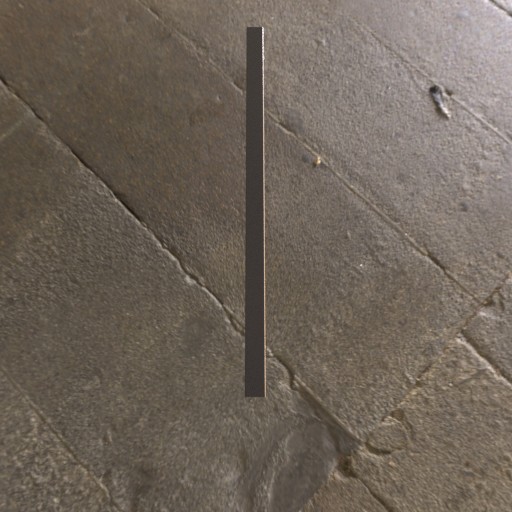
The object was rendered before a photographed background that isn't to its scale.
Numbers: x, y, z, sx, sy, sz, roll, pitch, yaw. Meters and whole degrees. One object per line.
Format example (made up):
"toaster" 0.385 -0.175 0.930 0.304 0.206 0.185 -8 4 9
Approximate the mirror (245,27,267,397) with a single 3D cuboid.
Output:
"mirror" 0.000 0.000 1.354 0.040 1.016 0.762 0 76 0
